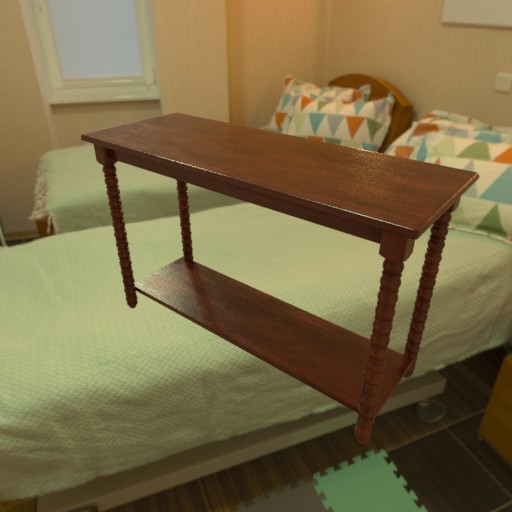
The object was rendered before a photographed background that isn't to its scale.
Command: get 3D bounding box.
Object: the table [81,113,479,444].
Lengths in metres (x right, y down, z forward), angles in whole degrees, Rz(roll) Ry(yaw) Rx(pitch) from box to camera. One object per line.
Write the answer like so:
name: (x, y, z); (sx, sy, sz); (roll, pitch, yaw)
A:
table: (0.000, 0.000, 1.538); (1.184, 0.740, 0.459); (22, 36, 32)
